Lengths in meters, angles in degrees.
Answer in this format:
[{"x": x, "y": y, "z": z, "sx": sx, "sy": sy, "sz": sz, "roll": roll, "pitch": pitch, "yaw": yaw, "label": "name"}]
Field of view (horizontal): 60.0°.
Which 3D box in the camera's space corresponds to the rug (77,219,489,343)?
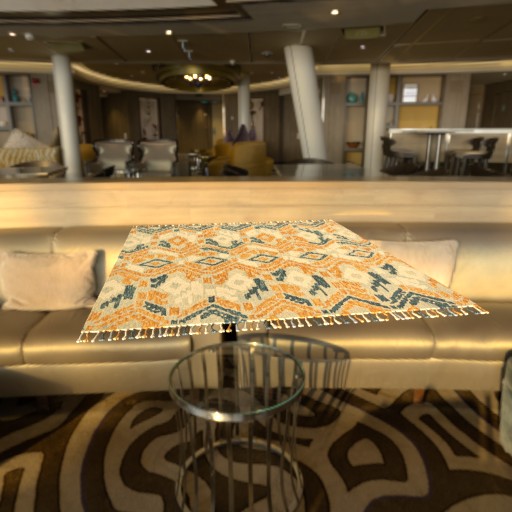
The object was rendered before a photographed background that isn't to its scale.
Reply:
[{"x": 0.000, "y": 0.000, "z": 3.989, "sx": 2.439, "sy": 0.010, "sz": 3.048, "roll": -3, "pitch": 16, "yaw": -9, "label": "rug"}]
